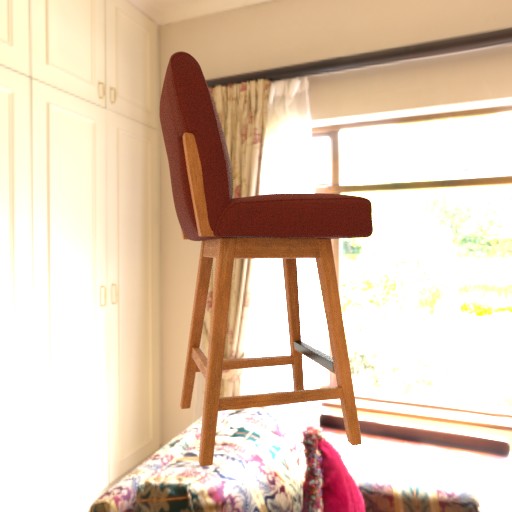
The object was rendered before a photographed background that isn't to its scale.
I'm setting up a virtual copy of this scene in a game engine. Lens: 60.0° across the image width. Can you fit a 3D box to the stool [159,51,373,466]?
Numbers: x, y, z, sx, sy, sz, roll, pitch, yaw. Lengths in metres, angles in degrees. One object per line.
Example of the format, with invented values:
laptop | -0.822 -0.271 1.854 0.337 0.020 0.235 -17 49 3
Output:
stool | 0.000 0.000 1.361 0.562 1.038 0.468 0 1 -16
